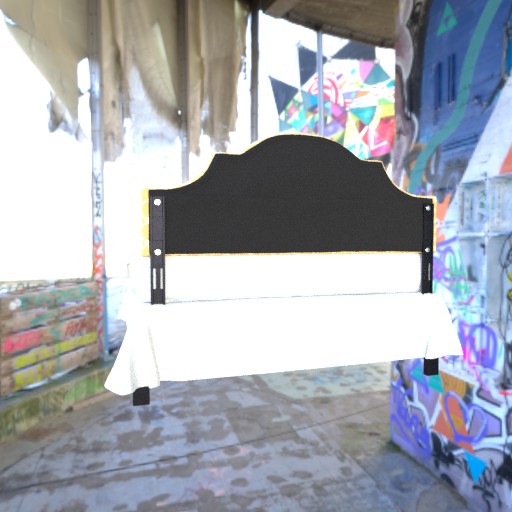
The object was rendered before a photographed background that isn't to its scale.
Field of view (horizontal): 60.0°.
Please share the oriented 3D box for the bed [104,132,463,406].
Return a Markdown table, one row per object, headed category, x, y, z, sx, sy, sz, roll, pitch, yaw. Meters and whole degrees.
| category | x | y | z | sx | sy | sz | roll | pitch | yaw |
| --- | --- | --- | --- | --- | --- | --- | --- | --- | --- |
| bed | 0.000 | 0.000 | 3.691 | 2.314 | 1.601 | 2.222 | -1 | 3 | -16 |
